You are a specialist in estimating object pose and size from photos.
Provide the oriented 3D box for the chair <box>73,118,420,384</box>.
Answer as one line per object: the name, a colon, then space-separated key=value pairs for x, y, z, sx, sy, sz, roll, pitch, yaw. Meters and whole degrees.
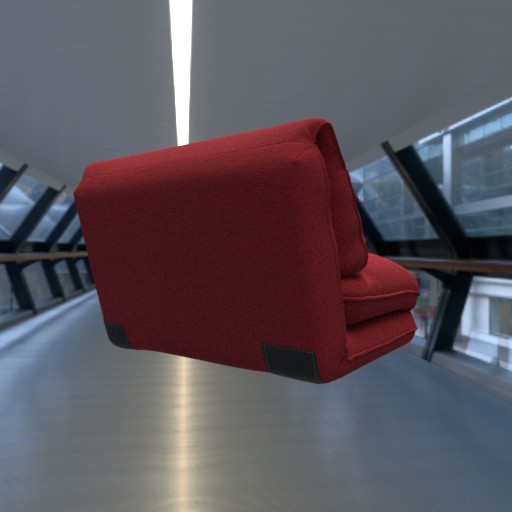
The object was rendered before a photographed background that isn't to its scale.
chair: x=0.000 y=0.000 z=1.375 sx=0.820 sy=0.580 sz=0.780 roll=0 pitch=0 yaw=35
